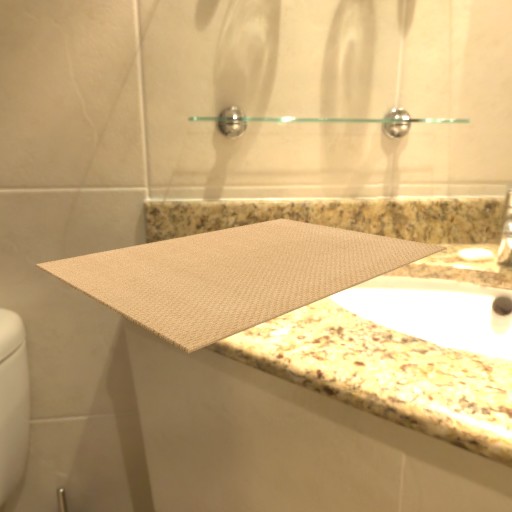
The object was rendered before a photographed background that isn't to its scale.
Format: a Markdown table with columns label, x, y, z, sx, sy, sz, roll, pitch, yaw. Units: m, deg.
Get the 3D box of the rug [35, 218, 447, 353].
| label | x | y | z | sx | sy | sz | roll | pitch | yaw |
| --- | --- | --- | --- | --- | --- | --- | --- | --- | --- |
| rug | 0.000 | 0.000 | 2.802 | 2.144 | 0.013 | 1.509 | -14 | 21 | -42 |
